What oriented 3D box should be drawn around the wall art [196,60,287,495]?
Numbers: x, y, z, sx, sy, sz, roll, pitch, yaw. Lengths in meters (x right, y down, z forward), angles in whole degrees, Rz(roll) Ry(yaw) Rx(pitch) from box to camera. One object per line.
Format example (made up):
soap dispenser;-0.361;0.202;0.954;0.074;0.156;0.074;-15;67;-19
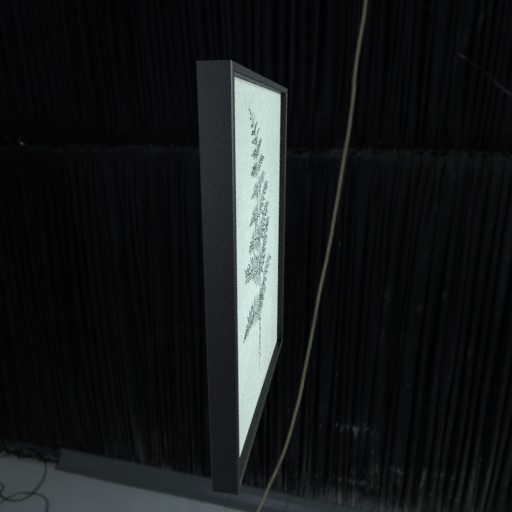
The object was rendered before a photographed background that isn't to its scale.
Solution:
wall art;0.000;0.000;0.746;0.039;0.555;0.449;3;17;11
